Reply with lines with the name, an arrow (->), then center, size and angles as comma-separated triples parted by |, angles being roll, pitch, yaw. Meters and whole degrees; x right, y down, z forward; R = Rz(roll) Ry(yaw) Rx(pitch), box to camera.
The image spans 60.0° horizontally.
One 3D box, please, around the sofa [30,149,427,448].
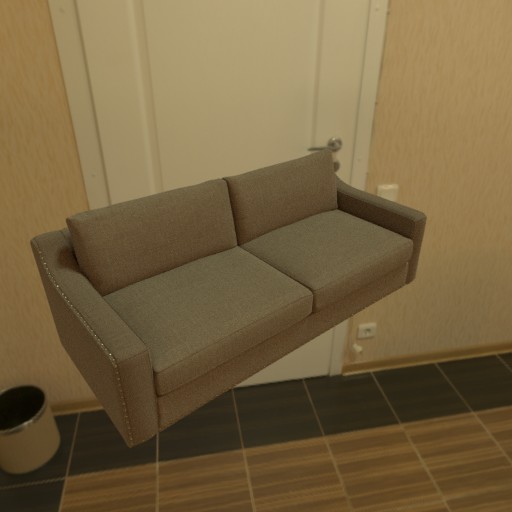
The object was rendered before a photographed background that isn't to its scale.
sofa -> 0.000, 0.000, 2.689 | 2.208, 0.857, 1.000 | -22, 36, -34
